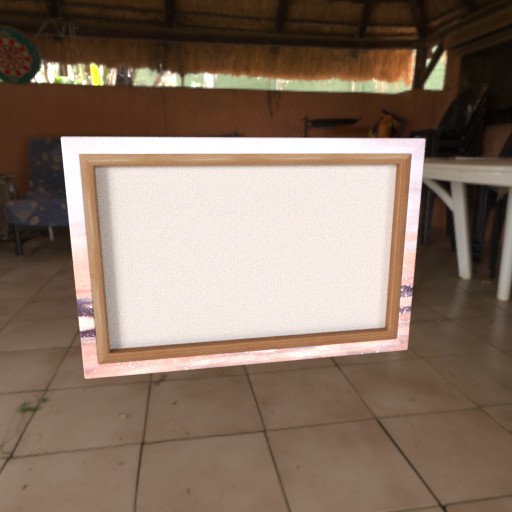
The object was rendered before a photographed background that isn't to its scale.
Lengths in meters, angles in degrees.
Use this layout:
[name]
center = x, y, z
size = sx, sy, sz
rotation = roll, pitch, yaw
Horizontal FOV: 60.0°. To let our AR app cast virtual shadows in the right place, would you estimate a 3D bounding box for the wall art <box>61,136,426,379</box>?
[wall art]
center = 0.000, 0.000, 1.181
size = 0.913, 0.609, 0.038
rotation = -3, 14, -11
